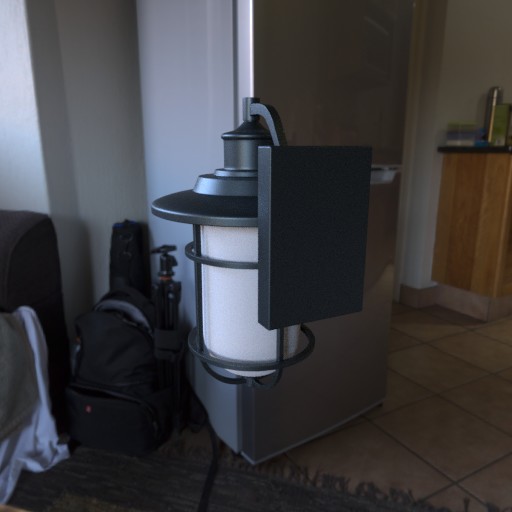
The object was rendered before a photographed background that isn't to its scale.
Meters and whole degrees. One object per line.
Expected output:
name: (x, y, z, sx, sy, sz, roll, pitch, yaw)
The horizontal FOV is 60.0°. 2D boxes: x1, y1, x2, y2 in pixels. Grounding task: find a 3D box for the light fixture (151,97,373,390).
light fixture: (0.000, 0.000, 0.508, 0.222, 0.345, 0.252, -7, 16, -26)
